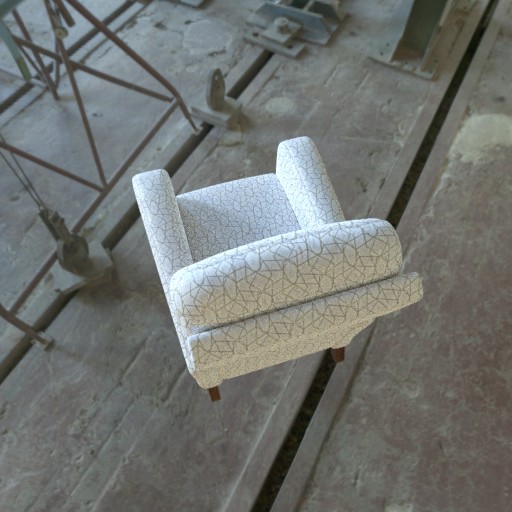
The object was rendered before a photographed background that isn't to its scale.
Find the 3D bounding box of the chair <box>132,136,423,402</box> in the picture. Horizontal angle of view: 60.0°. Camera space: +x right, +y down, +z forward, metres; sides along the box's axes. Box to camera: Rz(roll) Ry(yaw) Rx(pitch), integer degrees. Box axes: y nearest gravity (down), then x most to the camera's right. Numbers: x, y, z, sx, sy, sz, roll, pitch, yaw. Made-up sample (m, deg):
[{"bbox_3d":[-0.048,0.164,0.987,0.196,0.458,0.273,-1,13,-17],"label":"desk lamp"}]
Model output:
[{"bbox_3d":[0.000,0.000,1.737,0.796,1.064,0.995,-15,60,-9],"label":"chair"}]
